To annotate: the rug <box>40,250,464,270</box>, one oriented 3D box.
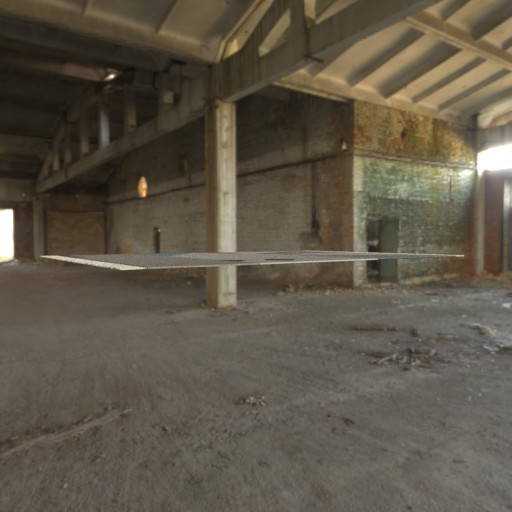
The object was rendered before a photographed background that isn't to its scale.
[{"bbox_3d":[0.000,0.000,2.279,1.828,0.005,1.220,-2,3,-36],"label":"rug"}]
